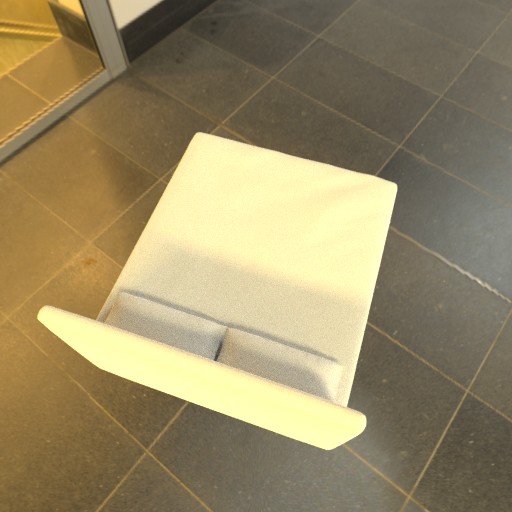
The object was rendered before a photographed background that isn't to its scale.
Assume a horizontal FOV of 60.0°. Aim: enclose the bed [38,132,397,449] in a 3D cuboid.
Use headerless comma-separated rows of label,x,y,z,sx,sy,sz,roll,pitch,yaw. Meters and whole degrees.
bed,0.000,0.000,3.604,2.119,1.317,2.341,17,63,9
